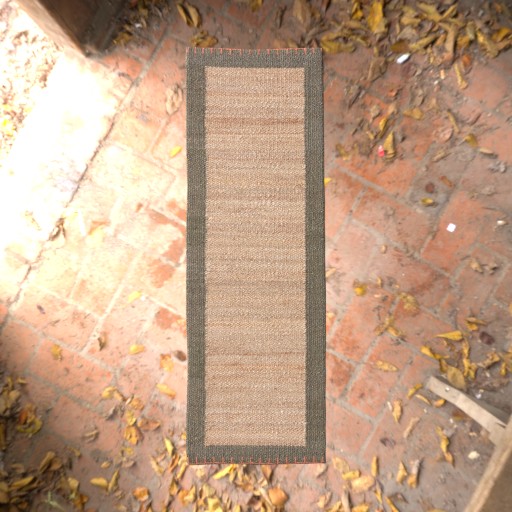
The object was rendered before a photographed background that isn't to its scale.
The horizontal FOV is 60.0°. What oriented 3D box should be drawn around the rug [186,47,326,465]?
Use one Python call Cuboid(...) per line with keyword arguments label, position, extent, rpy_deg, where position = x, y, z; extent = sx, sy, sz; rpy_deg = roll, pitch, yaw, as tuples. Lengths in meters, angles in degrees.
Cuboid(label="rug", position=(0.000, 0.000, 2.563), extent=(0.810, 0.016, 2.413), rpy_deg=(0, 90, 0))
